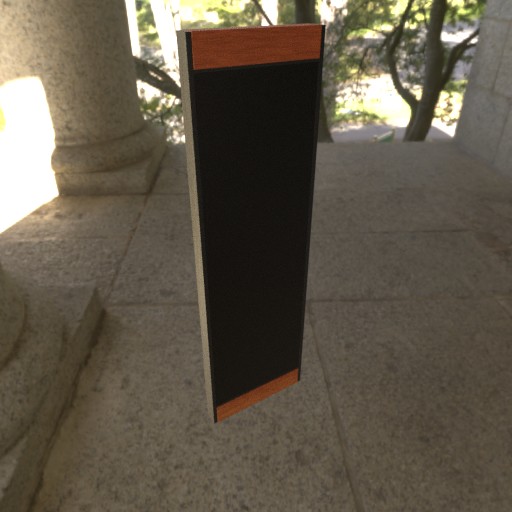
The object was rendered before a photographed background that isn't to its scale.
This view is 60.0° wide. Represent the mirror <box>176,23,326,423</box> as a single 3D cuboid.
[{"bbox_3d":[0.000,0.000,1.220,0.343,1.123,0.047,-18,36,-27],"label":"mirror"}]
